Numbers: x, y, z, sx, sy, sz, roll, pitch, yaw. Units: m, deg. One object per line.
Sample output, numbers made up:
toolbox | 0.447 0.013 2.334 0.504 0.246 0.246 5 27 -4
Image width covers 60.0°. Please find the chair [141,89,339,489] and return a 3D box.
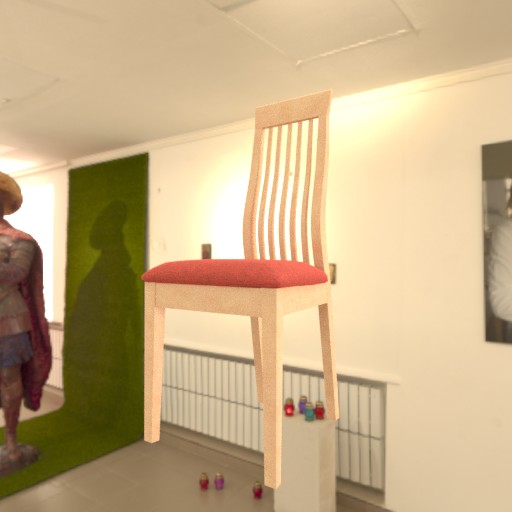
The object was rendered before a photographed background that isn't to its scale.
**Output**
chair | 0.000 0.000 1.287 0.460 1.027 0.474 0 0 36
